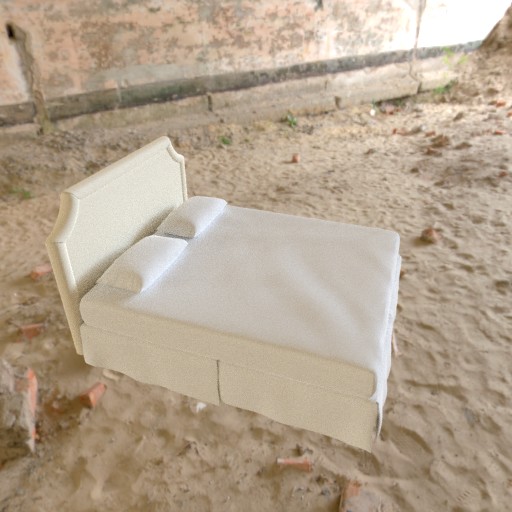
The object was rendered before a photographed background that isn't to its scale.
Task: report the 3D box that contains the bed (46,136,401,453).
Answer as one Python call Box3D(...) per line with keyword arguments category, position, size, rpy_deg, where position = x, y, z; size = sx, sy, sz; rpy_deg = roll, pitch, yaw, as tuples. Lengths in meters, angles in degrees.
Box3D(category="bed", position=(0.000, 0.000, 4.232), size=(2.773, 1.590, 2.350), rpy_deg=(11, 33, 16))
